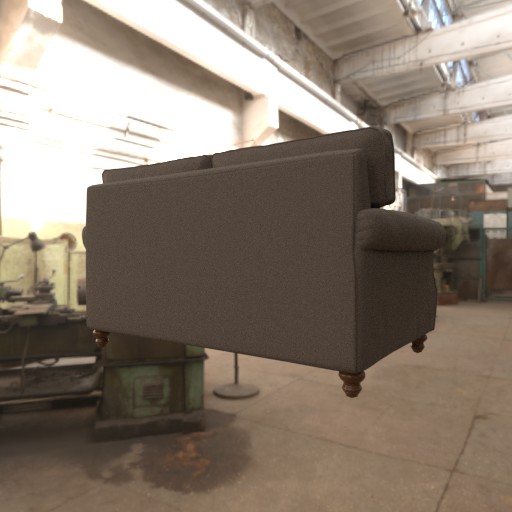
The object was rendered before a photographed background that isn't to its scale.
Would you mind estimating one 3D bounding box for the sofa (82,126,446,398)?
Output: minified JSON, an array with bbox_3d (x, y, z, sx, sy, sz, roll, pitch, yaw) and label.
[{"bbox_3d":[0.000,0.000,2.213,1.665,0.937,0.964,0,1,35],"label":"sofa"}]
